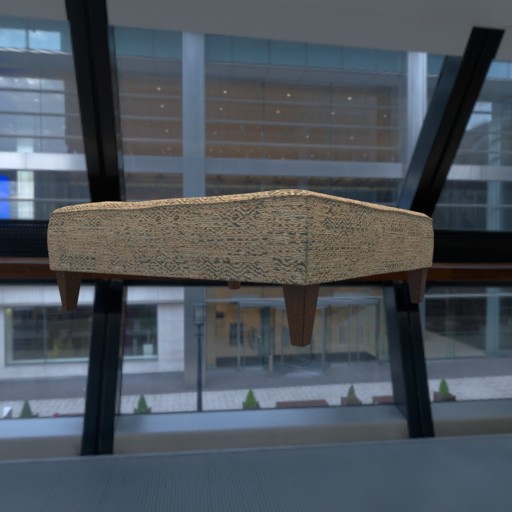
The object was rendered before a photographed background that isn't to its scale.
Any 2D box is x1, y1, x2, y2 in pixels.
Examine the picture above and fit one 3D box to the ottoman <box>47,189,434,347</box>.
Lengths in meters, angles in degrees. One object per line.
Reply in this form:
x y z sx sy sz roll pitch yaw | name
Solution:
0.000 0.000 1.571 0.968 0.356 1.004 1 2 36 | ottoman
